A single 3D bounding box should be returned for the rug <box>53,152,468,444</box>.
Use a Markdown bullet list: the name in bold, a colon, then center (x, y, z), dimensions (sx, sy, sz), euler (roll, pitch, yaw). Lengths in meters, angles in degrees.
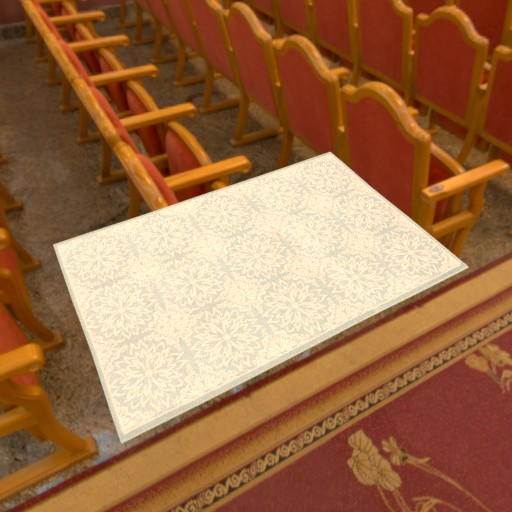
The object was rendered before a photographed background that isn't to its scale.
- **rug**: center (0.000, 0.000, 2.344), dimensions (1.840, 0.012, 1.219), euler (-22, 50, -20)
